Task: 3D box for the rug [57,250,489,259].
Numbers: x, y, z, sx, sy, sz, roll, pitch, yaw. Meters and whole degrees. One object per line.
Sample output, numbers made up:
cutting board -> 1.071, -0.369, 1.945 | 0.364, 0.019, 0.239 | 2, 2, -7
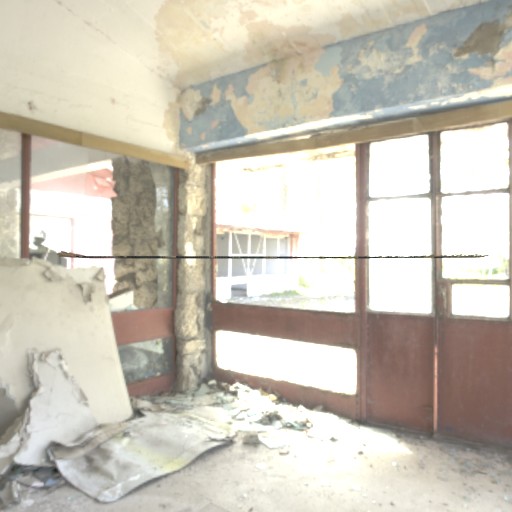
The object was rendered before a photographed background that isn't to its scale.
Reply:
rug -> 0.000, 0.000, 4.292 | 3.307, 0.047, 2.418 | 0, -1, -18
